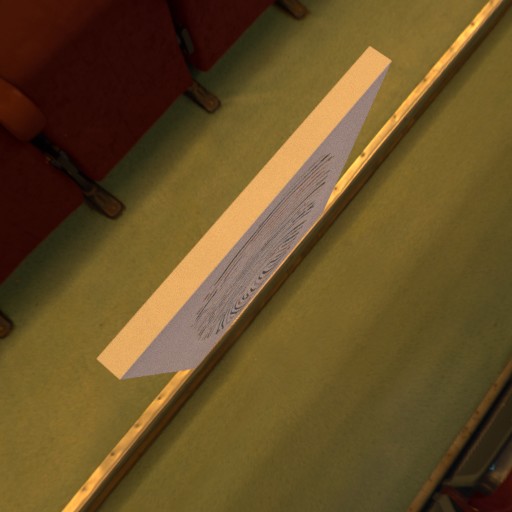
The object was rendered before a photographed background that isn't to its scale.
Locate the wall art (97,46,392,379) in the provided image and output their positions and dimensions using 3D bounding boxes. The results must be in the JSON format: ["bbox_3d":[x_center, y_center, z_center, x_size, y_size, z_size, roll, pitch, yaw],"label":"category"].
[{"bbox_3d":[0.000,0.000,0.819,0.037,0.606,0.508,38,80,8],"label":"wall art"}]
